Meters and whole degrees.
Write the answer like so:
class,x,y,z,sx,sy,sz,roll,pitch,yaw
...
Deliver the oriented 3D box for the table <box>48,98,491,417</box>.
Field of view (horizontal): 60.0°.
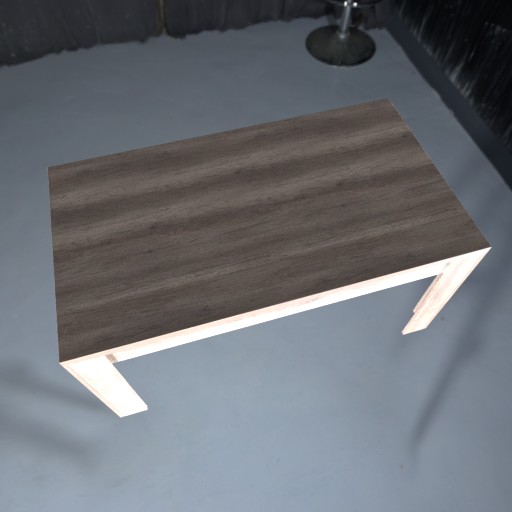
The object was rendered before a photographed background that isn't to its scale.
class,x,y,z,sx,sy,sz,roll,pitch,yaw
table,0.000,0.000,2.120,1.600,0.775,0.900,-14,59,-9
